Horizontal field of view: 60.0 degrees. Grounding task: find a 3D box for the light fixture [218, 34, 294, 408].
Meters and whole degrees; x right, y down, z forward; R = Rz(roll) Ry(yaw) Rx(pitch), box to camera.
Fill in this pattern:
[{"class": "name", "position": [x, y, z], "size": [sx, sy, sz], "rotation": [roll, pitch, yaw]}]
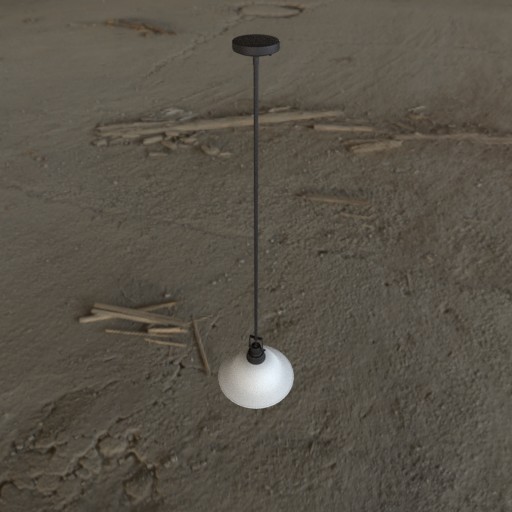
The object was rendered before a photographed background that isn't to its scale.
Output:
[{"class": "light fixture", "position": [0.000, 0.000, 1.482], "size": [0.324, 1.337, 0.324], "rotation": [12, 41, 14]}]
